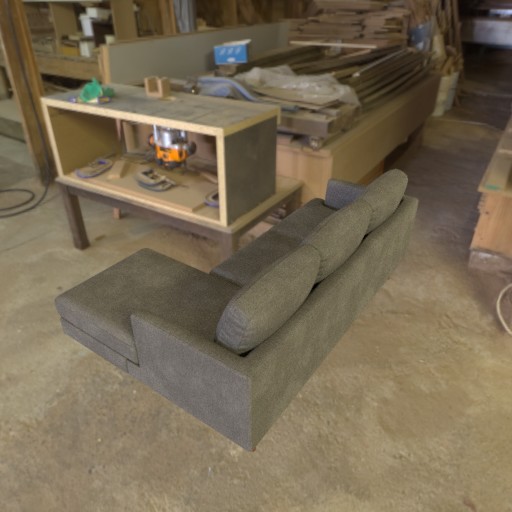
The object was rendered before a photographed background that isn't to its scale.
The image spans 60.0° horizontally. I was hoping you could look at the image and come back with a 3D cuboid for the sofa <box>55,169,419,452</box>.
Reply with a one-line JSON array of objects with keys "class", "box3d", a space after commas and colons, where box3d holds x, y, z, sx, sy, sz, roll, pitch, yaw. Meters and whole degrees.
[{"class": "sofa", "box3d": [0.000, 0.000, 3.111, 1.504, 0.956, 2.233, 21, 38, 29]}]
